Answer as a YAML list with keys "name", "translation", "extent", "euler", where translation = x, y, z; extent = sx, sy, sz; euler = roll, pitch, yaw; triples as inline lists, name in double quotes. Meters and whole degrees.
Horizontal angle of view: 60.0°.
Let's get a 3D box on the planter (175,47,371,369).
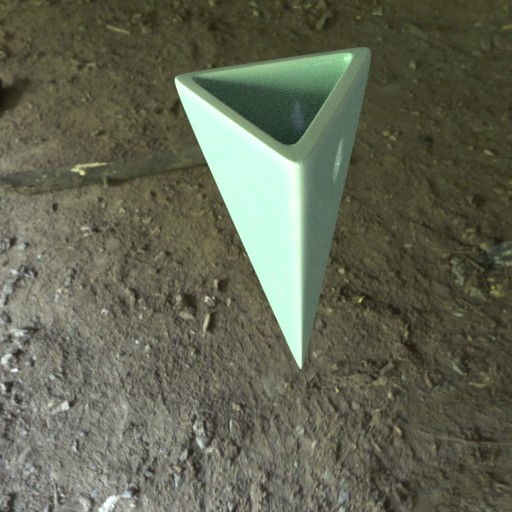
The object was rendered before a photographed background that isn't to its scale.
- name: "planter"
  translation: [0.000, 0.000, 0.215]
  extent: [0.064, 0.178, 0.080]
  euler: [17, 50, 15]
